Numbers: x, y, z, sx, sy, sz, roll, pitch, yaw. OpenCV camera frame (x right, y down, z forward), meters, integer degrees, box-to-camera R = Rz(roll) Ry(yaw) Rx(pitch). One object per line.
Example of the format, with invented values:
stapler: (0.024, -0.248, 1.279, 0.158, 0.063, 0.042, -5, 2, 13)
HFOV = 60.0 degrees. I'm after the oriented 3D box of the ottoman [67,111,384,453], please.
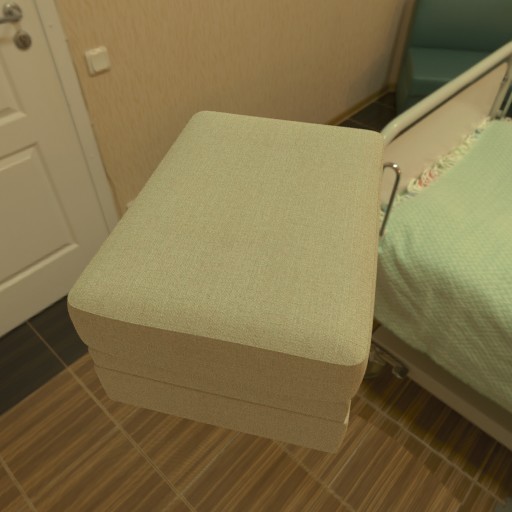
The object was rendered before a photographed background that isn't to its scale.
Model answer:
ottoman: (0.000, 0.000, 1.273, 0.637, 0.478, 0.885, 10, 46, 10)
